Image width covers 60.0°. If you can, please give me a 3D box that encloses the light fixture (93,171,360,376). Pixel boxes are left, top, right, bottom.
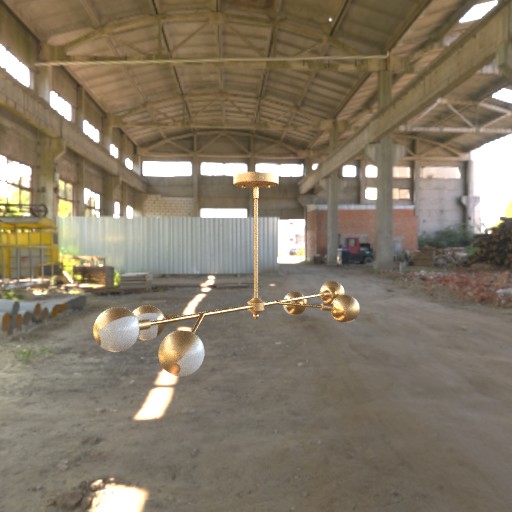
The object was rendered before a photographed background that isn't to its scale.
[{"bbox_3d":[0.000,0.000,1.000,0.778,0.362,0.434,-1,1,-37],"label":"light fixture"}]
